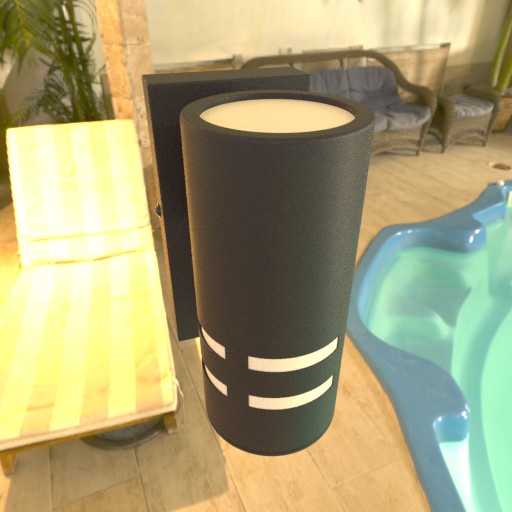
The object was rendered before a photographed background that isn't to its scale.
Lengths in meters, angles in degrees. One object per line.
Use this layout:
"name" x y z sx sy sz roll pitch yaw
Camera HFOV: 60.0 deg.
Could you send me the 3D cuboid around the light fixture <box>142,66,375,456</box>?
"light fixture" 0.000 0.000 0.255 0.098 0.179 0.138 -10 33 -15
